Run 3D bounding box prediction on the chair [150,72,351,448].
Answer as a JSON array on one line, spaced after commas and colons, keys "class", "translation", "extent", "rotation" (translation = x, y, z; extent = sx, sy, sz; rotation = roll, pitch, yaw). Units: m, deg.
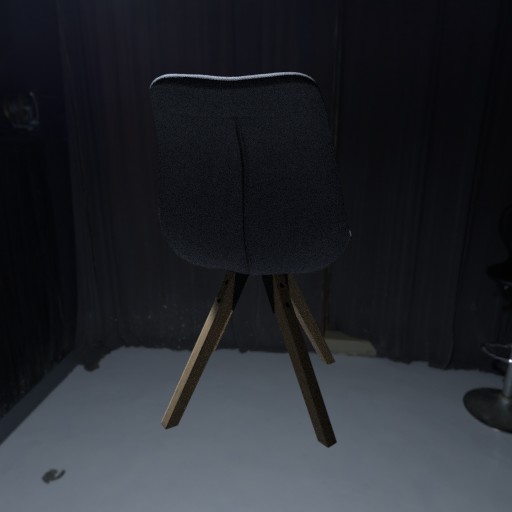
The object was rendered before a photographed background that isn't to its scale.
[{"class": "chair", "translation": [0.000, 0.000, 1.165], "extent": [0.485, 0.850, 0.550], "rotation": [3, 18, 9]}]
